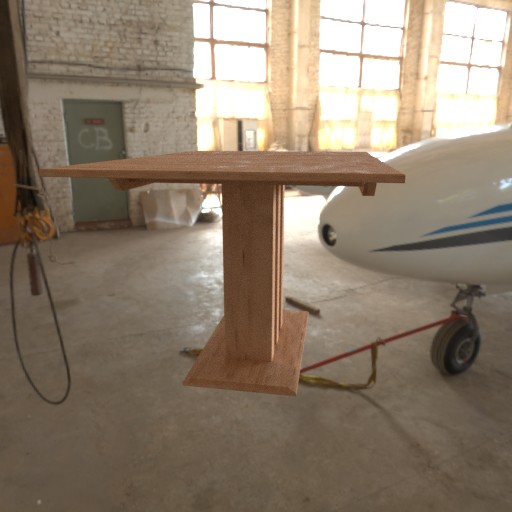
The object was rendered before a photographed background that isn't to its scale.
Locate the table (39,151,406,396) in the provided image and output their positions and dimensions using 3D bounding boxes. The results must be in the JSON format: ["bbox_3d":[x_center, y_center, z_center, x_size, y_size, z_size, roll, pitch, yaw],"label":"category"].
[{"bbox_3d":[0.000,0.000,1.774,0.900,0.770,1.300,3,16,9],"label":"table"}]
